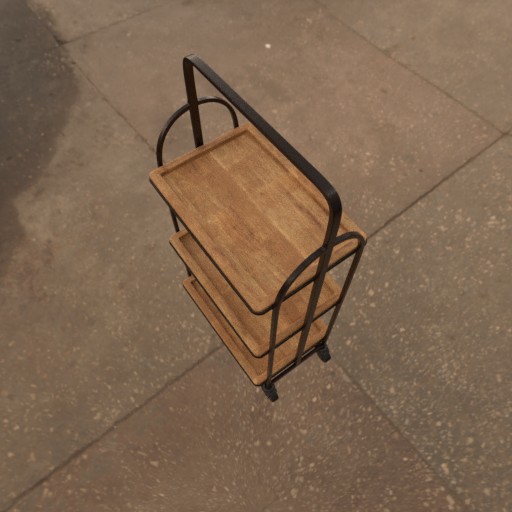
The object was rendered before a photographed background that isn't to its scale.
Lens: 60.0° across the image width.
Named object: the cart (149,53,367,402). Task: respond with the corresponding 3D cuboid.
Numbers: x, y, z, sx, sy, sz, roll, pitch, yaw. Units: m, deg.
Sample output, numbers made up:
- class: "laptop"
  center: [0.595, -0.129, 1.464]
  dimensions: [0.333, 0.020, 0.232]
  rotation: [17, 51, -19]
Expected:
- class: "cart"
  center: [0.000, 0.000, 1.246]
  dimensions: [0.327, 1.001, 0.553]
  rotation: [-32, 65, -17]
